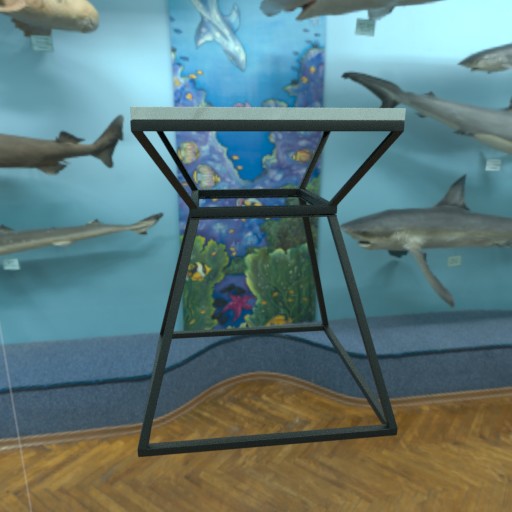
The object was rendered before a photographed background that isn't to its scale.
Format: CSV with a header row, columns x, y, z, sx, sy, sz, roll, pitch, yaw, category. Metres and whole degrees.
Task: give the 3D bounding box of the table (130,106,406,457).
x,y,z,sx,sy,sz,roll,pitch,yaw,category
0.000,0.000,0.910,0.455,0.559,0.455,-2,16,-7,table
